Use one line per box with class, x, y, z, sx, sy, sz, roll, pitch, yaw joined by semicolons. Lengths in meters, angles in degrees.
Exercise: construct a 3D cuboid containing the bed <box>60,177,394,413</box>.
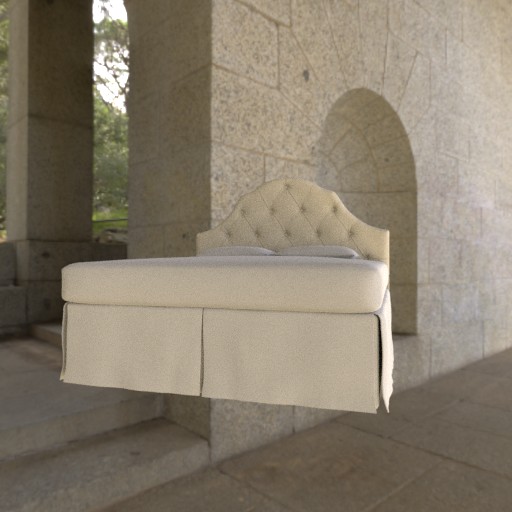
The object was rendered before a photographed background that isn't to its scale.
bed;0.000;0.000;3.395;2.012;1.555;2.086;0;0;17
